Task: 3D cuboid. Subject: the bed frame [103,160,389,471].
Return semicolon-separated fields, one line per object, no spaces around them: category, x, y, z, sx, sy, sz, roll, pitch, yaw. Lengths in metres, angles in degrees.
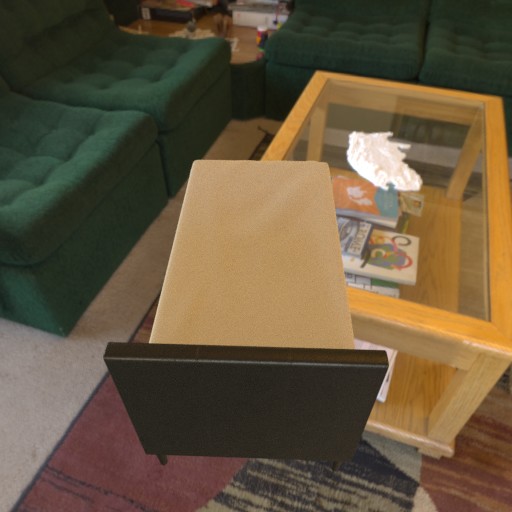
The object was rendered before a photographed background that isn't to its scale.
bed frame;0.000;0.000;2.521;1.038;1.046;2.152;1;45;1
